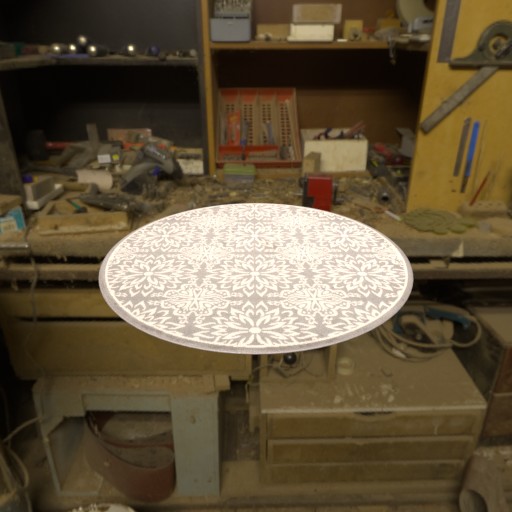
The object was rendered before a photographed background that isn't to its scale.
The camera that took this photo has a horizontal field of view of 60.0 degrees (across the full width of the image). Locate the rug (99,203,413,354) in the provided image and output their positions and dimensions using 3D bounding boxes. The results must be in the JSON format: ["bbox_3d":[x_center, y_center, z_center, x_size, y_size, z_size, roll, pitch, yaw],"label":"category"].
[{"bbox_3d":[0.000,0.000,2.353,1.593,0.012,1.593,0,27,0],"label":"rug"}]
